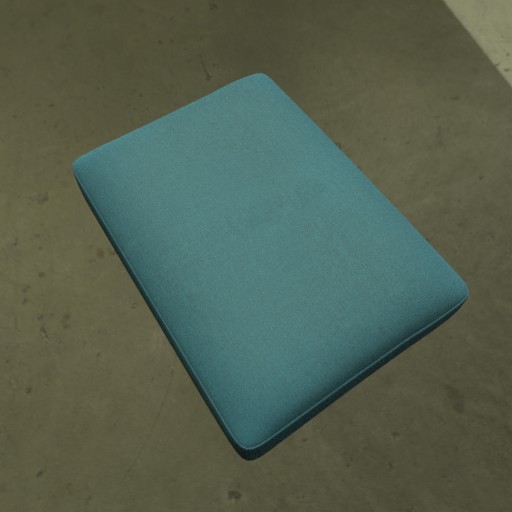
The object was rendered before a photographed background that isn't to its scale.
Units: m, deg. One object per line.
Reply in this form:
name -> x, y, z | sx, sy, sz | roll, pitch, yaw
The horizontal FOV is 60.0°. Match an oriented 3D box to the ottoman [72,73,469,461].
ottoman -> 0.000, 0.000, 1.065 | 0.549, 0.428, 0.749 | -31, 67, -14
